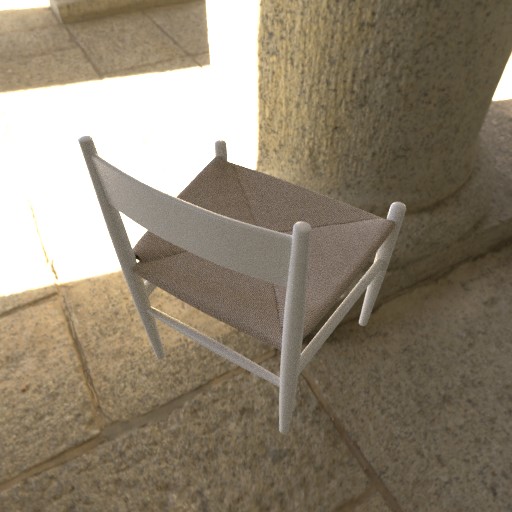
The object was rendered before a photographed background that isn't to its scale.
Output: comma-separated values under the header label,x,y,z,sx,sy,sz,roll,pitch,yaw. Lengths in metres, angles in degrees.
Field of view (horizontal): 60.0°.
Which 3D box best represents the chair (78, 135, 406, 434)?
label,x,y,z,sx,sy,sz,roll,pitch,yaw
chair,0.000,0.000,1.097,0.556,0.762,0.495,24,52,21
